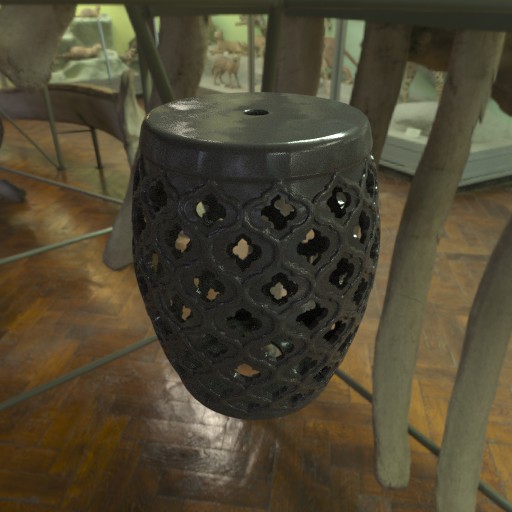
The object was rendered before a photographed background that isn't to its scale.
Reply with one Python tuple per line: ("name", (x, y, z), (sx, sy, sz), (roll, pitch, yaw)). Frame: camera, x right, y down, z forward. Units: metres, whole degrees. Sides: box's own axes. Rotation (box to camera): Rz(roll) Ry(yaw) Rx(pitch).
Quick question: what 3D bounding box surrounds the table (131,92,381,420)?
("table", (0.000, 0.000, 0.614), (0.325, 0.388, 0.325), (0, 31, 0))
